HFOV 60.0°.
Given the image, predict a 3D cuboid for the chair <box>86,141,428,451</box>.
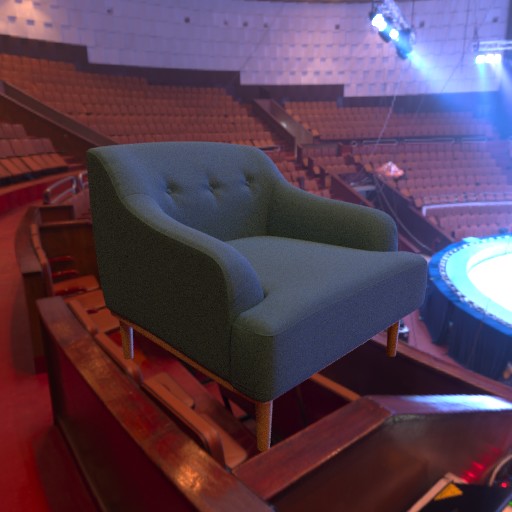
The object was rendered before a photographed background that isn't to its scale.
[{"bbox_3d":[0.000,0.000,1.649,0.951,0.818,0.946,14,20,42],"label":"chair"}]
